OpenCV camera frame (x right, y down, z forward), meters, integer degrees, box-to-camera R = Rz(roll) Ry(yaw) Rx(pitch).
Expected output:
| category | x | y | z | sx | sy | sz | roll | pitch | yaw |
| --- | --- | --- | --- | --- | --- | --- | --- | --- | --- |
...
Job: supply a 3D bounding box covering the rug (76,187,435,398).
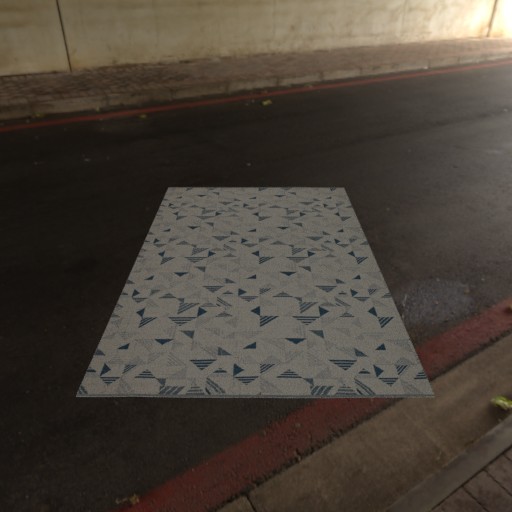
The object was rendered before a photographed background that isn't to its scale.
| category | x | y | z | sx | sy | sz | roll | pitch | yaw |
| --- | --- | --- | --- | --- | --- | --- | --- | --- | --- |
| rug | 0.000 | 0.000 | 2.266 | 1.206 | 0.003 | 1.835 | 0 | 31 | 0 |
